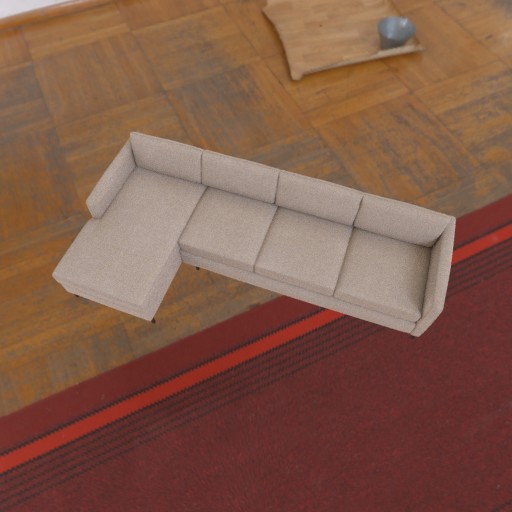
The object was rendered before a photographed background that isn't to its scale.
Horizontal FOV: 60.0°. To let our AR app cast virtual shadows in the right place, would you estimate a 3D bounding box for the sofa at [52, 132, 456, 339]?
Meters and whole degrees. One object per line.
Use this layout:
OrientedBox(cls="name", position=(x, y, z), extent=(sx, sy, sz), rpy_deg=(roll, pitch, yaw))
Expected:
OrientedBox(cls="sofa", position=(0.000, 0.000, 3.601), extent=(2.923, 0.816, 1.469), rpy_deg=(17, 61, 10))
